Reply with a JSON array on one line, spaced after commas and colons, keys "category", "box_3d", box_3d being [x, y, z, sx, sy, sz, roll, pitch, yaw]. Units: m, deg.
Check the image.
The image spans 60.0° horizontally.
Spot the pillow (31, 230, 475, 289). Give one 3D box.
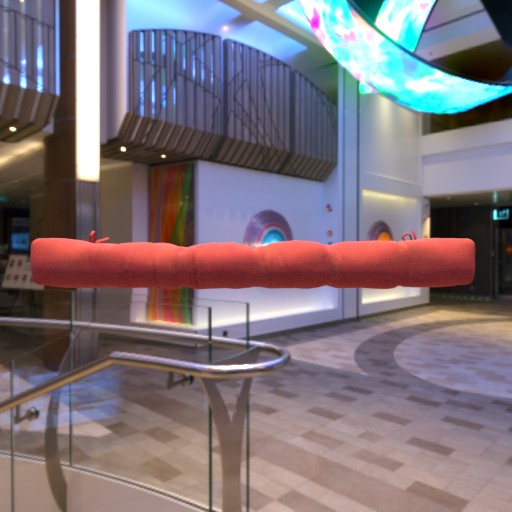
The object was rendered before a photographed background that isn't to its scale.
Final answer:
[{"category": "pillow", "box_3d": [0.000, 0.000, 1.349, 1.194, 0.174, 0.511, 0, 1, -1]}]
